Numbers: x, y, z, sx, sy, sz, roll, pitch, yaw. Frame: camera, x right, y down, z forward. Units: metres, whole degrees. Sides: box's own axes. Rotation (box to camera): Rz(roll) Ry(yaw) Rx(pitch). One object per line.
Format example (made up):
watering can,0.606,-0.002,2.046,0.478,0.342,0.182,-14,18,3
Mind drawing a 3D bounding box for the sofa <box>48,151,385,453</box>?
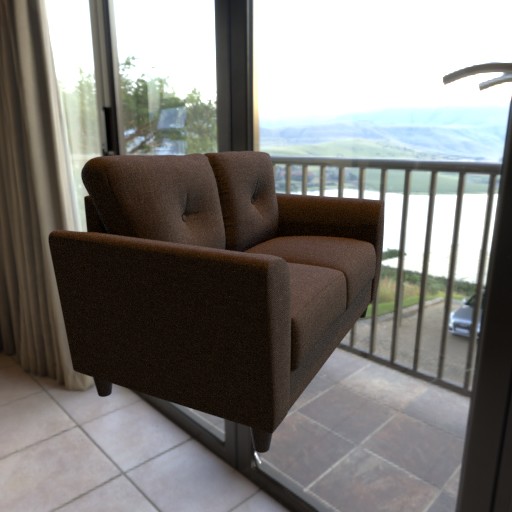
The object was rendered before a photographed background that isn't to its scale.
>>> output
sofa,0.000,0.000,1.950,0.851,0.885,1.423,7,16,26
